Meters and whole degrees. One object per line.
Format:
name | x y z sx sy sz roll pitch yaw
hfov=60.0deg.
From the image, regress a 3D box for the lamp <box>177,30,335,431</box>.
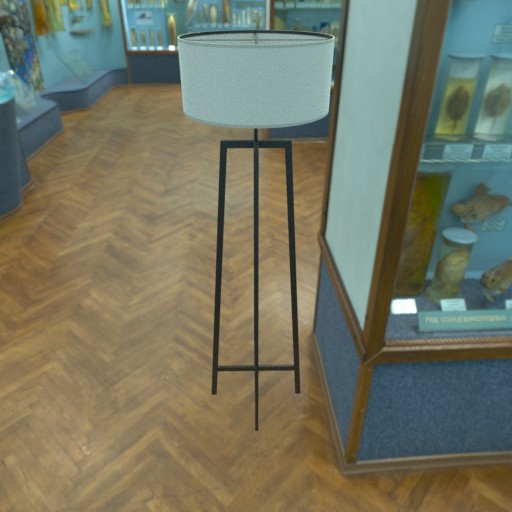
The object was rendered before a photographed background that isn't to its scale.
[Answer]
lamp | 0.000 0.000 1.694 0.456 1.510 0.457 0 31 -1
